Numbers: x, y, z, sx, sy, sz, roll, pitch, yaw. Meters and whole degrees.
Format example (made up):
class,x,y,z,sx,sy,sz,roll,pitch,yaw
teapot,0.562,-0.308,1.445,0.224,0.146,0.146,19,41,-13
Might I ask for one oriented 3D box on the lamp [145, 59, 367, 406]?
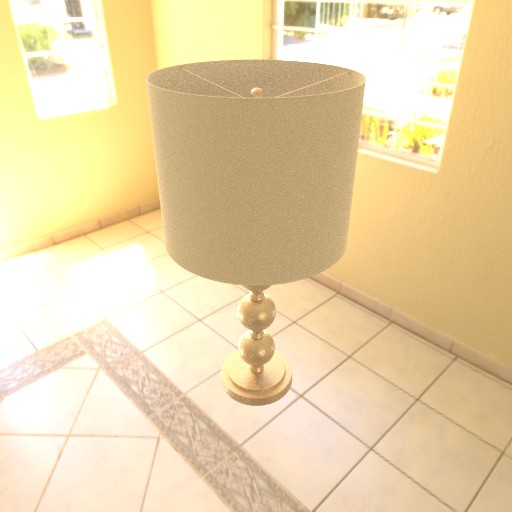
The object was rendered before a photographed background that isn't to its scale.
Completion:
class,x,y,z,sx,sy,sz,roll,pitch,yaw
lamp,0.000,0.000,0.701,0.277,0.538,0.277,21,37,31
